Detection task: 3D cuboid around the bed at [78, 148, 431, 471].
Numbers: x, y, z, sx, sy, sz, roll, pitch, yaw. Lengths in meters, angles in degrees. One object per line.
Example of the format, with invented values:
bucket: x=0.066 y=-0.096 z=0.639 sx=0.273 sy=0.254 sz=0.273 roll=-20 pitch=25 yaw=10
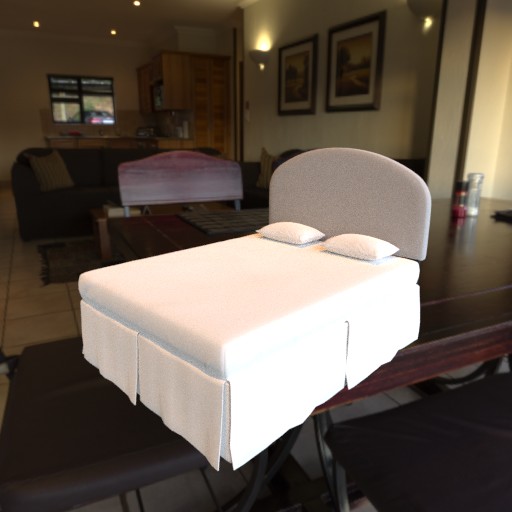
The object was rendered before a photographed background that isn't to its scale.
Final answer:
bed: x=0.000 y=0.000 z=3.060 sx=1.607 sy=1.410 sz=2.005 roll=15 pitch=21 yaw=43
